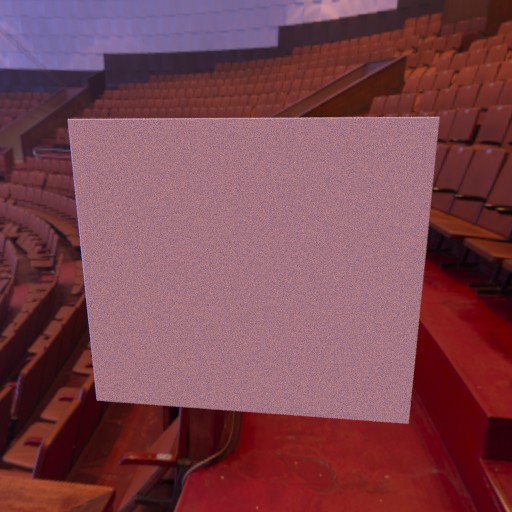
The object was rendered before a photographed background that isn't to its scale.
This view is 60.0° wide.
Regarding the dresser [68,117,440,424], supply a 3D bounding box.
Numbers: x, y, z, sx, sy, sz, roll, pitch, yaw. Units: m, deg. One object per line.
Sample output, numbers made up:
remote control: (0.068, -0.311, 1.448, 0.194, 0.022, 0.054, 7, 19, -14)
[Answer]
dresser: (0.000, 0.000, 1.275, 0.830, 0.740, 0.420, 2, 15, 7)
